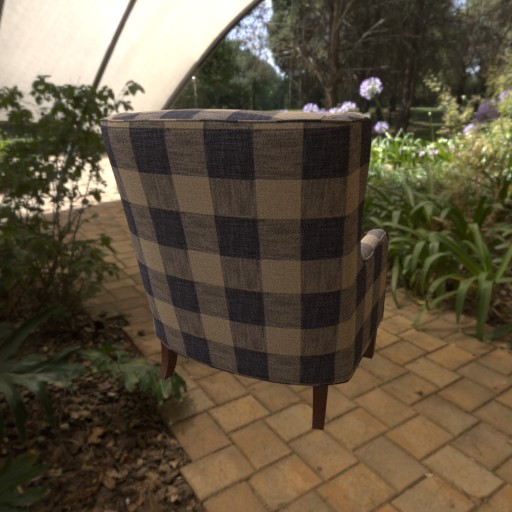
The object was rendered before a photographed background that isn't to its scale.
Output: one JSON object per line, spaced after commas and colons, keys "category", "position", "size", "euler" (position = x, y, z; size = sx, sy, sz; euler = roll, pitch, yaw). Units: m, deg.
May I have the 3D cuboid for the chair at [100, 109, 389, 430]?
{"category": "chair", "position": [0.000, 0.000, 1.669], "size": [0.830, 1.041, 0.889], "euler": [9, 19, 26]}
